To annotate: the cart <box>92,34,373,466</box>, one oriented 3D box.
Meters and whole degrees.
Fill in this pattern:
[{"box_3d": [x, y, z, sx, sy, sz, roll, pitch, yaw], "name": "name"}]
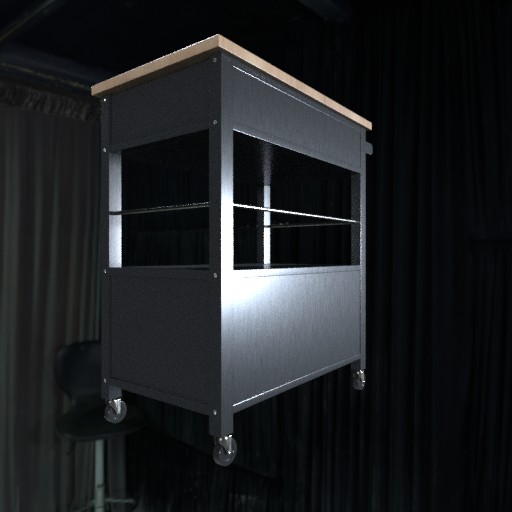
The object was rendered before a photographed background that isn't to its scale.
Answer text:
[{"box_3d": [0.000, 0.000, 1.370, 0.459, 0.901, 0.840, 0, 0, 38], "name": "cart"}]
